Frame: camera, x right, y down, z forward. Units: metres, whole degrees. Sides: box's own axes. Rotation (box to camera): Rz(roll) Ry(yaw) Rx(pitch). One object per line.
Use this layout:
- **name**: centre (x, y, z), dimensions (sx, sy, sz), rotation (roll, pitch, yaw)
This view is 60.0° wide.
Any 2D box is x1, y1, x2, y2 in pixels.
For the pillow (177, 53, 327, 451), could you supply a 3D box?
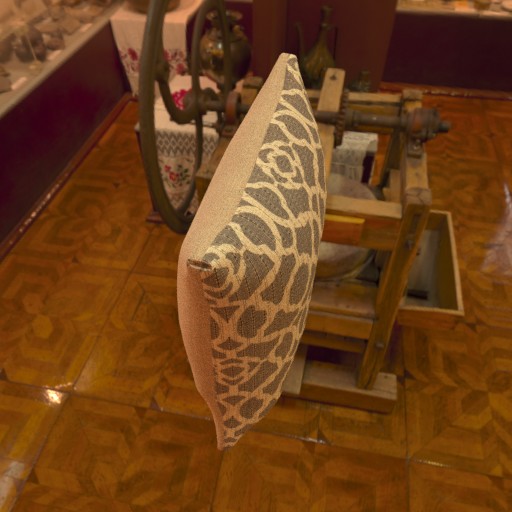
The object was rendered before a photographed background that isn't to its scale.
- **pillow**: centre (0.000, 0.000, 0.778), dimensions (0.215, 0.498, 0.508), rotation (10, 48, 9)
